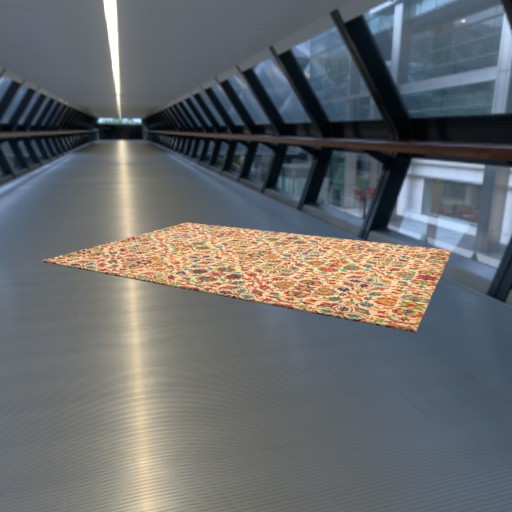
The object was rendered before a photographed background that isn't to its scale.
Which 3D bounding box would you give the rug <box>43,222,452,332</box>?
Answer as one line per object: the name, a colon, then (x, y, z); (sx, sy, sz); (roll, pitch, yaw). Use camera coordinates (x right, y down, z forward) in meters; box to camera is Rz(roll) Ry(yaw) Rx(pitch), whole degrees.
rug: (0.000, 0.000, 2.381); (1.838, 0.013, 1.226); (8, 17, 27)
